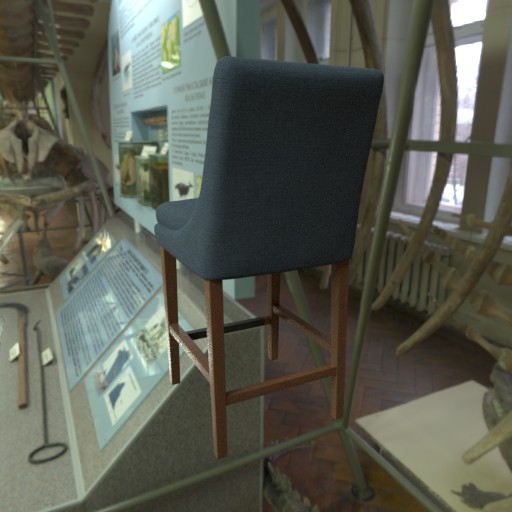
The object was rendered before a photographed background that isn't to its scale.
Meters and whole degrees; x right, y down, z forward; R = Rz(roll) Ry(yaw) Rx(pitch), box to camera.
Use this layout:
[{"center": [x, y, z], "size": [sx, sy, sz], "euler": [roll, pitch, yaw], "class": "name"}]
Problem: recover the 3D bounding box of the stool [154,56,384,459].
[{"center": [0.000, 0.000, 1.297], "size": [0.470, 0.981, 0.577], "euler": [-7, 17, -26], "class": "stool"}]
